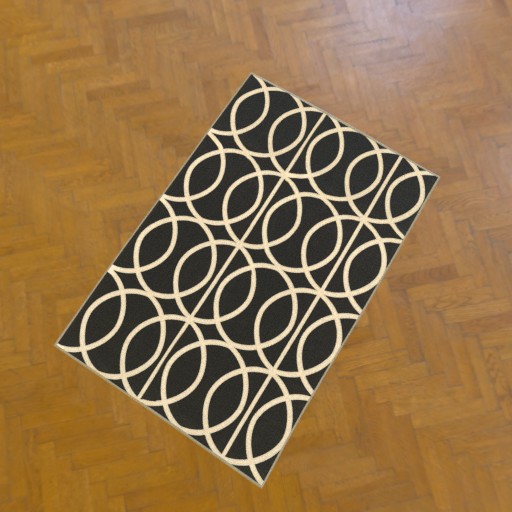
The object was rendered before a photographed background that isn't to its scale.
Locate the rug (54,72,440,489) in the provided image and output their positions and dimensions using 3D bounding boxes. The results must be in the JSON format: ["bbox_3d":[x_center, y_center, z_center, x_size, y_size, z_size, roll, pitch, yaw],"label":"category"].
[{"bbox_3d":[0.000,0.000,2.870,1.528,0.014,2.294,31,78,7],"label":"rug"}]
